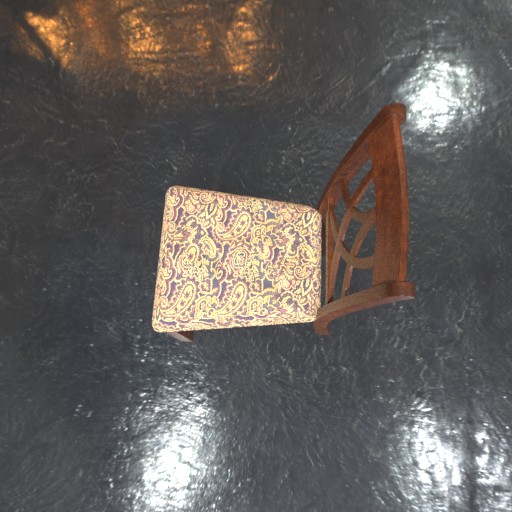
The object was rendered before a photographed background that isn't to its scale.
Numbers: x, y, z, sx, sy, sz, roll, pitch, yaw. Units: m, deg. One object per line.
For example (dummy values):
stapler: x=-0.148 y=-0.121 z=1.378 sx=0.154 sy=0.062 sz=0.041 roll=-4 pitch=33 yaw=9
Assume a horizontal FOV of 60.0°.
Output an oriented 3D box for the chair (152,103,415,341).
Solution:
chair: x=0.000 y=0.000 z=1.291 sx=0.584 sy=0.965 sz=0.457 roll=3 pitch=75 yaw=1
